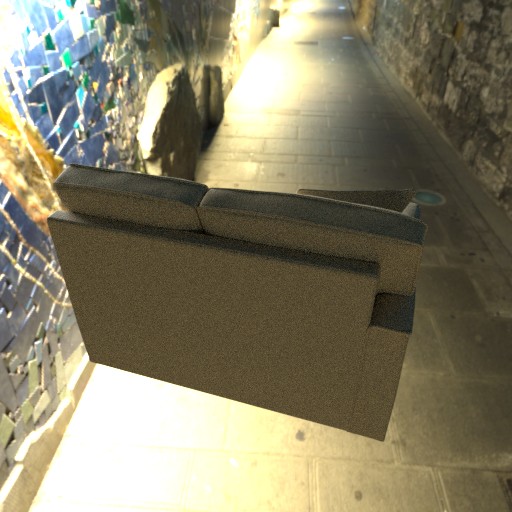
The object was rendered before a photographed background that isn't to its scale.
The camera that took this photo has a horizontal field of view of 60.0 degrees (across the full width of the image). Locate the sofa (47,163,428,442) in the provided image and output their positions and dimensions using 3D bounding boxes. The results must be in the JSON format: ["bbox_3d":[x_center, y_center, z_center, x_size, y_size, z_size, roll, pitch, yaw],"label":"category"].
[{"bbox_3d":[0.000,0.000,2.052,1.388,0.989,0.991,10,35,15],"label":"sofa"}]
